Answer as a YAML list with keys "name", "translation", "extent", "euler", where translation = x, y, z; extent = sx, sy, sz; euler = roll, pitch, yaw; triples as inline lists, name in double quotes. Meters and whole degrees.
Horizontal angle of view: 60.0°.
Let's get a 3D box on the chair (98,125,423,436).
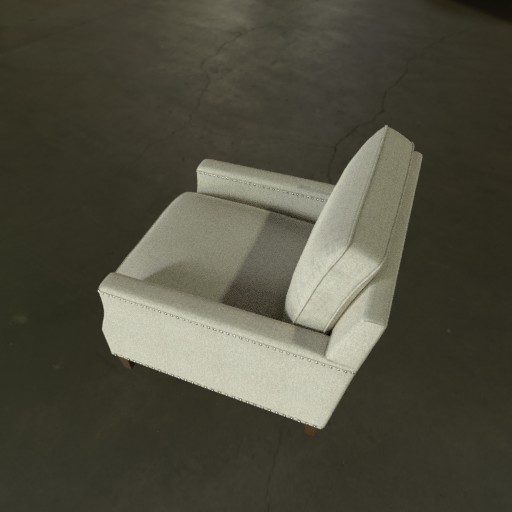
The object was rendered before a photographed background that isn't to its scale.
- name: "chair"
  translation: [0.000, 0.000, 1.734]
  extent: [1.014, 0.943, 0.853]
  euler: [15, 47, 14]
